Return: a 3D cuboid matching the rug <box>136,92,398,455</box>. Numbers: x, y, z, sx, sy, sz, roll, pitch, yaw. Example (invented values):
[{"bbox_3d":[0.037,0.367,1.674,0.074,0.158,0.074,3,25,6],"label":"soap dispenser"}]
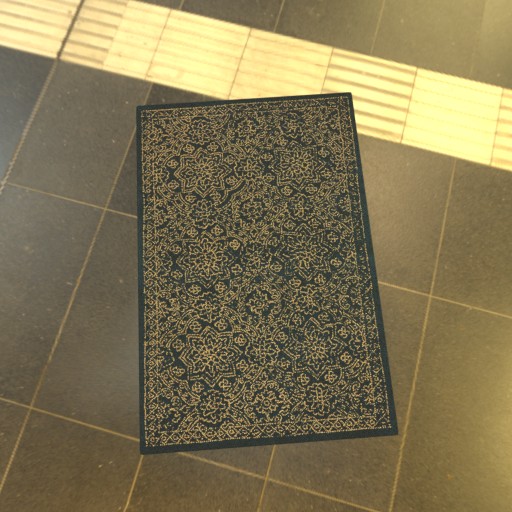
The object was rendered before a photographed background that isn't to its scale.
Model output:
[{"bbox_3d":[0.000,0.000,2.291,1.219,0.010,1.829,-4,77,-1],"label":"rug"}]
